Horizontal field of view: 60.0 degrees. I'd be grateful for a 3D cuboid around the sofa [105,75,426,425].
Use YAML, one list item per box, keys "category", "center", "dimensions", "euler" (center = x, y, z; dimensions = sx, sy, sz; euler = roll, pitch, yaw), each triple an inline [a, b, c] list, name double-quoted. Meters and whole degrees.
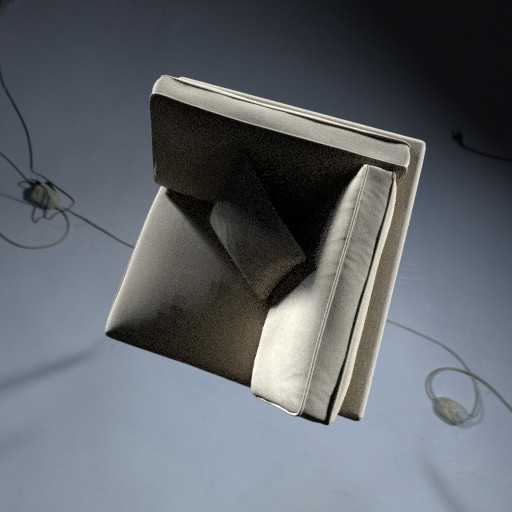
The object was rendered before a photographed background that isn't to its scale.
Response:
- category: "sofa"
  center: [0.000, 0.000, 1.968]
  dimensions: [1.084, 1.002, 1.146]
  euler: [17, 75, 4]
